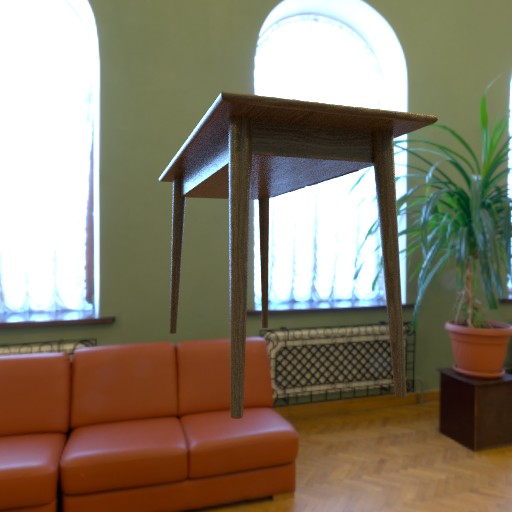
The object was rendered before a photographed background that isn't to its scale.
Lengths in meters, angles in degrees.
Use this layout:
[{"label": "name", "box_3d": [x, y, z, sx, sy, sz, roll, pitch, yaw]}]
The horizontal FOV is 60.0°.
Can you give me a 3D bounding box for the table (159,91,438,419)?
[{"label": "table", "box_3d": [0.000, 0.000, 1.721, 0.599, 0.780, 1.300, 0, 1, -18]}]
